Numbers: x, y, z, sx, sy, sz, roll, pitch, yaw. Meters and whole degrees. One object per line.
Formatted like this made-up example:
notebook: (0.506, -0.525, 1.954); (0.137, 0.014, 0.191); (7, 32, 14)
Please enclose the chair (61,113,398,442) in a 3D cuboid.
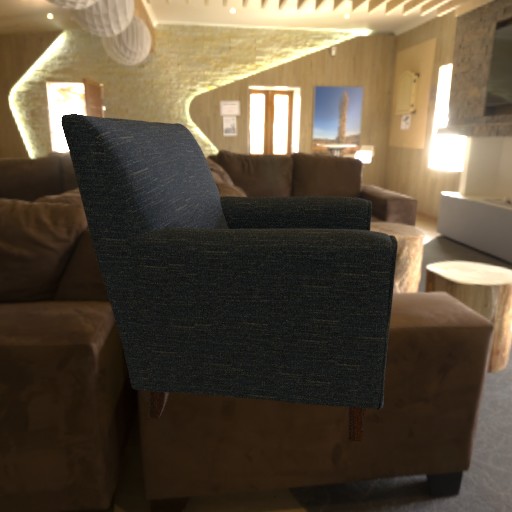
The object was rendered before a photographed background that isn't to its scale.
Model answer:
chair: (0.000, 0.000, 1.569); (0.873, 0.928, 0.864); (2, 15, 8)
